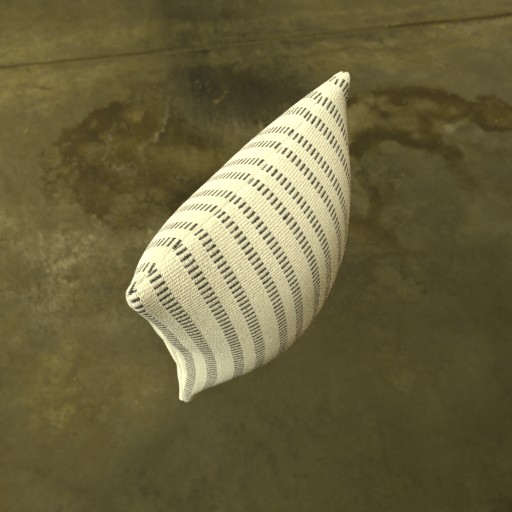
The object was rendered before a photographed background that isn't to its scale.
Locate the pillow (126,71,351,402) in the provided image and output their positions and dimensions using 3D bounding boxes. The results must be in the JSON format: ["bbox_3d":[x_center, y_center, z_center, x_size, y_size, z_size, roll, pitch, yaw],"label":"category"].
[{"bbox_3d":[0.000,0.000,0.700,0.247,0.419,0.438,31,63,18],"label":"pillow"}]
